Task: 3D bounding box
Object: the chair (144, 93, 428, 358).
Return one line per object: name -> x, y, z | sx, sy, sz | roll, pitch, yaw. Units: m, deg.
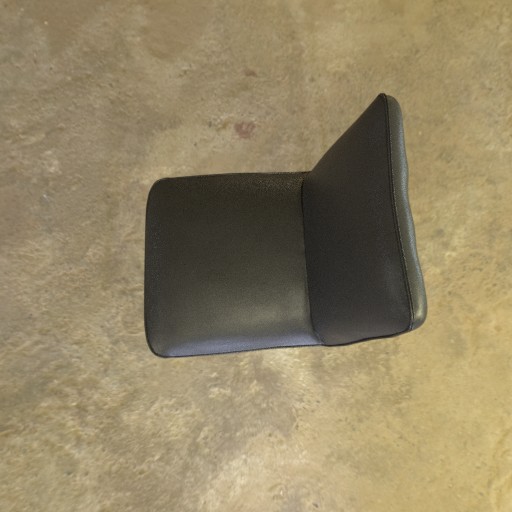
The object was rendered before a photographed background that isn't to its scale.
chair -> 0.000, 0.000, 1.220 | 0.645, 0.801, 0.543 | -7, 77, -2
